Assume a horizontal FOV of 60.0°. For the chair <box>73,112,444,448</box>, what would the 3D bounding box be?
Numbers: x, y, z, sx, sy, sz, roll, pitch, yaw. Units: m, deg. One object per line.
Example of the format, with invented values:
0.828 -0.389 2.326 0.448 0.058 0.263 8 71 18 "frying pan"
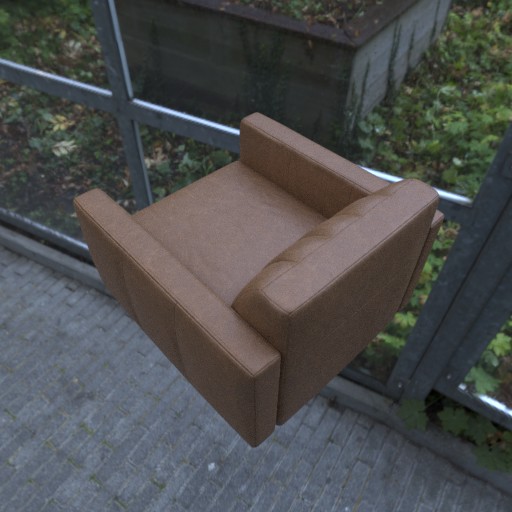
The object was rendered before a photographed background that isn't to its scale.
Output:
0.000 0.000 1.713 0.953 0.819 0.998 -34 56 -28 "chair"
